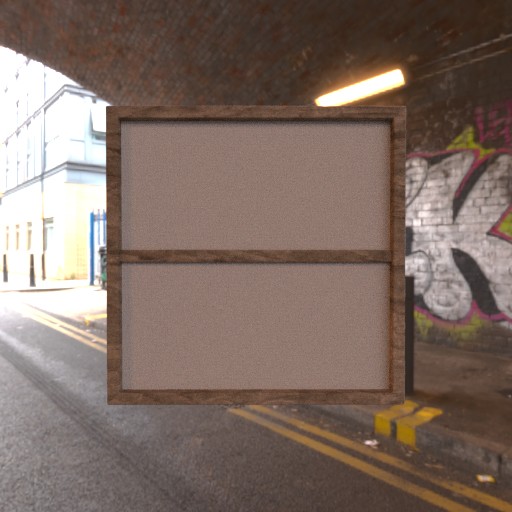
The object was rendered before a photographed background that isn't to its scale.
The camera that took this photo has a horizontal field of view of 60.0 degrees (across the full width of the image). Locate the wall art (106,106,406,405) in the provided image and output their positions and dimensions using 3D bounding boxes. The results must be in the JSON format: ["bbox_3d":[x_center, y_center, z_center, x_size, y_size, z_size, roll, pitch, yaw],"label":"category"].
[{"bbox_3d":[0.000,0.000,1.121,0.747,0.747,0.035,0,1,0],"label":"wall art"}]
